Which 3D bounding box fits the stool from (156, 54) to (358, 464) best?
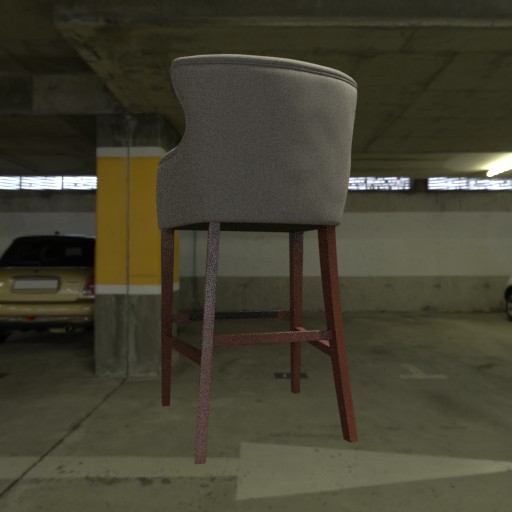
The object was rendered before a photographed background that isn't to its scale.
[{"bbox_3d":[0.000,0.000,1.393,0.575,1.047,0.575,0,-1,-18],"label":"stool"}]
